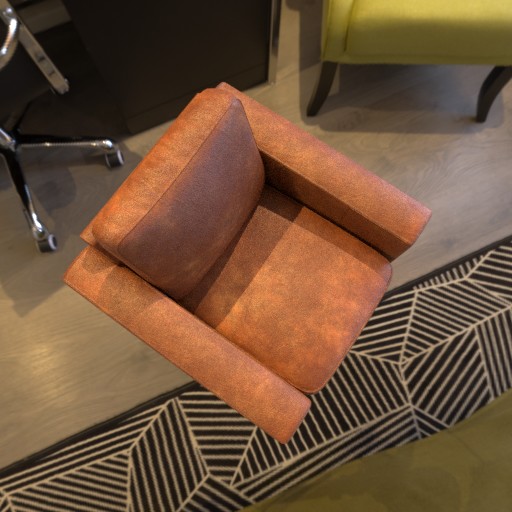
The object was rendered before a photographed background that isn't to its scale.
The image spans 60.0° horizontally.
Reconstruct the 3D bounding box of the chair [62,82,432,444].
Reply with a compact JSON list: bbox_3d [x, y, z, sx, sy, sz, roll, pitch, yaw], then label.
[{"bbox_3d":[0.000,0.000,1.735,1.016,0.873,1.005,34,78,8],"label":"chair"}]
